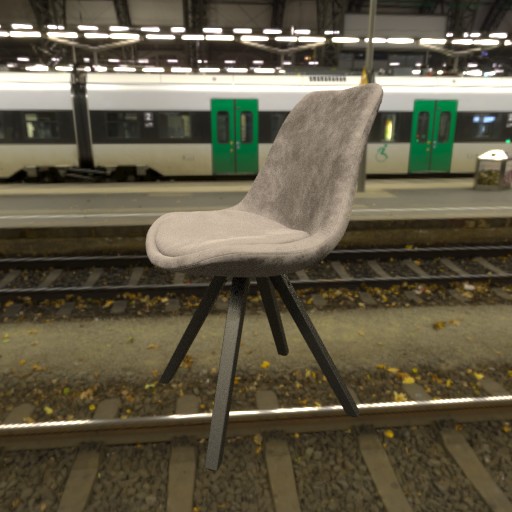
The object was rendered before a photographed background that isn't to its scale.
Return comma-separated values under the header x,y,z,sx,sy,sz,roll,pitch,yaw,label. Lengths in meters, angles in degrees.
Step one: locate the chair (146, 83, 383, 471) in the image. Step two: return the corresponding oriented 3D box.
x,y,z,sx,sy,sz,roll,pitch,yaw,label
0.000,0.000,1.163,0.550,0.850,0.485,-8,18,-25,chair
